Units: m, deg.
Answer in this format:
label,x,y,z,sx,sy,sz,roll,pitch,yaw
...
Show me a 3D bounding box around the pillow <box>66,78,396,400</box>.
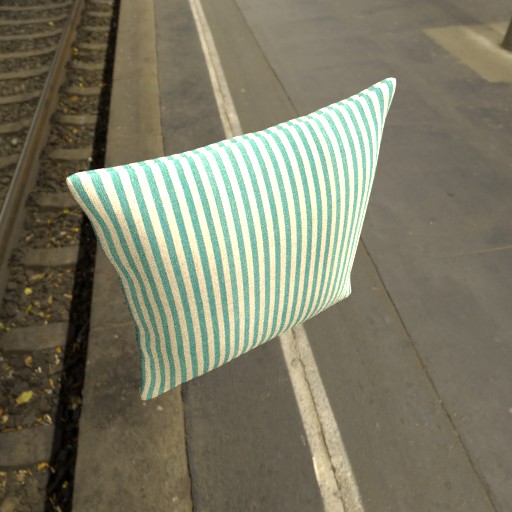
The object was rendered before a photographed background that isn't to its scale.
label,x,y,z,sx,sy,sz,roll,pitch,yaw
pillow,0.000,0.000,0.777,0.523,0.510,0.166,-24,50,-22
